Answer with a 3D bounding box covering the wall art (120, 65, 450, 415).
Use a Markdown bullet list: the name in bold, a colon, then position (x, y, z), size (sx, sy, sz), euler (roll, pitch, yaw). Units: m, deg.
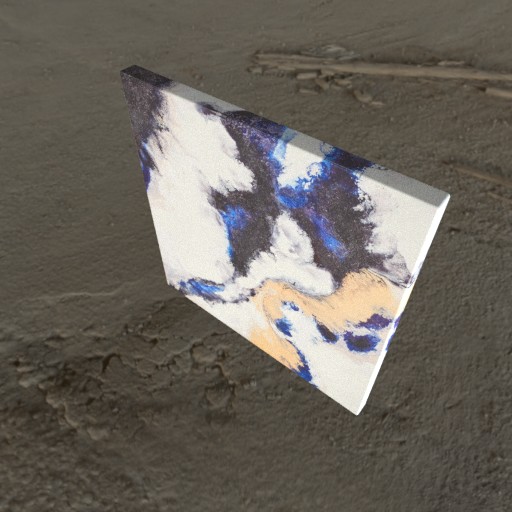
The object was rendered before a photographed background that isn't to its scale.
- **wall art**: position (0.000, 0.000, 0.907), size (0.609, 0.609, 0.039), euler (30, 54, 25)
